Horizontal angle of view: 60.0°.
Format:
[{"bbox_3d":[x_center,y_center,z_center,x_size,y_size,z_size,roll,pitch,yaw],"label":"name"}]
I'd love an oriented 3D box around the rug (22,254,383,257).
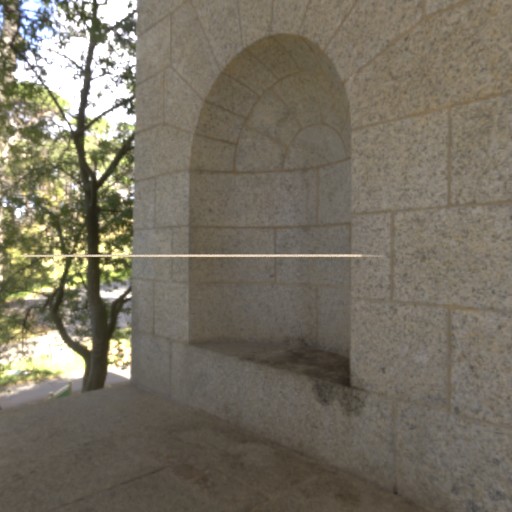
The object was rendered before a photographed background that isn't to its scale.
[{"bbox_3d":[0.000,0.000,2.307,1.220,0.007,1.828,0,0,18],"label":"rug"}]
